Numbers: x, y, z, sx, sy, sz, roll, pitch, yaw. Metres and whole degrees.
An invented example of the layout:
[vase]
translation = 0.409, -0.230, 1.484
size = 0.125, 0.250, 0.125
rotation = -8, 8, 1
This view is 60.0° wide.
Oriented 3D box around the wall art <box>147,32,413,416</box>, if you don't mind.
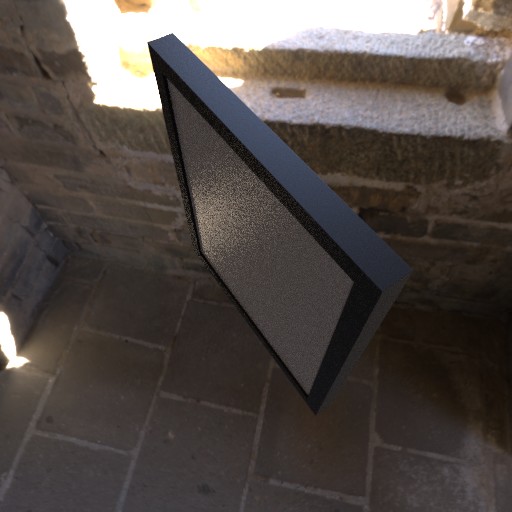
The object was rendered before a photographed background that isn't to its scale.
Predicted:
[wall art]
translation = 0.000, 0.000, 0.527
size = 0.029, 0.381, 0.330
rotation = -31, 63, -17
